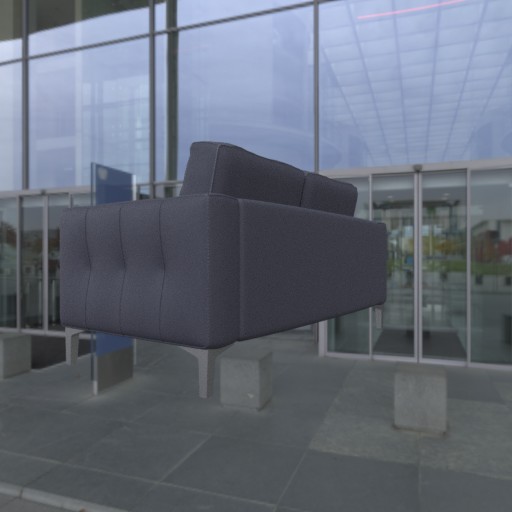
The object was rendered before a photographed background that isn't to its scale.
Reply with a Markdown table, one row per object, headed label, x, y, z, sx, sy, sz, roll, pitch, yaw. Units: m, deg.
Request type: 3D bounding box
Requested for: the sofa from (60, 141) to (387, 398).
| label | x | y | z | sx | sy | sz | roll | pitch | yaw |
| --- | --- | --- | --- | --- | --- | --- | --- | --- | --- |
| sofa | 0.000 | 0.000 | 2.289 | 0.833 | 0.893 | 1.726 | 0 | 0 | 35 |
